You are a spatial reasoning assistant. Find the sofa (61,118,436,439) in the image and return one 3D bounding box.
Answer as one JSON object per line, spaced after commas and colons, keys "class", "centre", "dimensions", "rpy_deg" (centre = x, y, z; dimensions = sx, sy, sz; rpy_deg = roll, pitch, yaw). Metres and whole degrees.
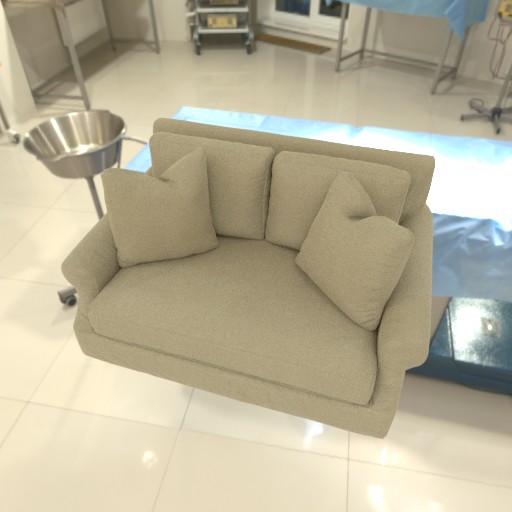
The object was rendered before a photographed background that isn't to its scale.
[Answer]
{"class": "sofa", "centre": [0.000, 0.000, 2.074], "dimensions": [1.550, 0.905, 1.070], "rpy_deg": [12, 42, 13]}
